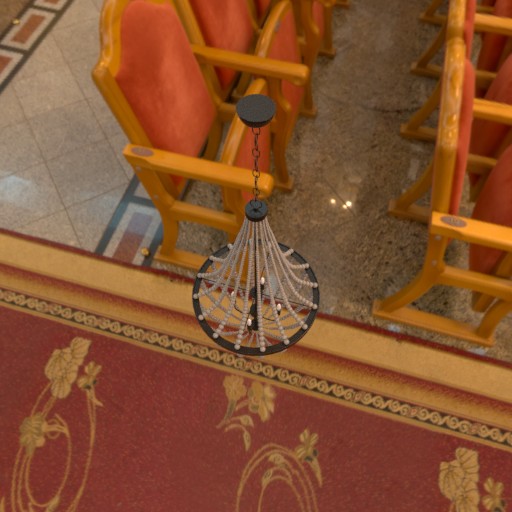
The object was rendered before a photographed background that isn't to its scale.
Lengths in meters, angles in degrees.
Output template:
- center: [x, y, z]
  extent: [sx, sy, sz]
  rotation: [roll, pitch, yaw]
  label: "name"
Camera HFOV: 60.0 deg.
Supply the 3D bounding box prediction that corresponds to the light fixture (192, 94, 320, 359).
- center: [0.000, 0.000, 1.348]
  extent: [0.450, 1.133, 0.450]
  rotation: [0, 59, 0]
  label: "light fixture"
